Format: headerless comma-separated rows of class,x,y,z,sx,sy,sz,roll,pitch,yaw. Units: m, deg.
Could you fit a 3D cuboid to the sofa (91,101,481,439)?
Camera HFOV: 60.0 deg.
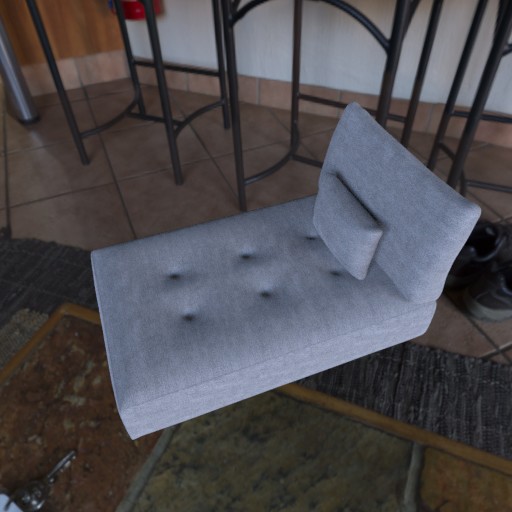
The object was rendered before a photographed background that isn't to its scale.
sofa,0.000,0.000,1.991,1.450,0.820,0.930,-15,47,-15
